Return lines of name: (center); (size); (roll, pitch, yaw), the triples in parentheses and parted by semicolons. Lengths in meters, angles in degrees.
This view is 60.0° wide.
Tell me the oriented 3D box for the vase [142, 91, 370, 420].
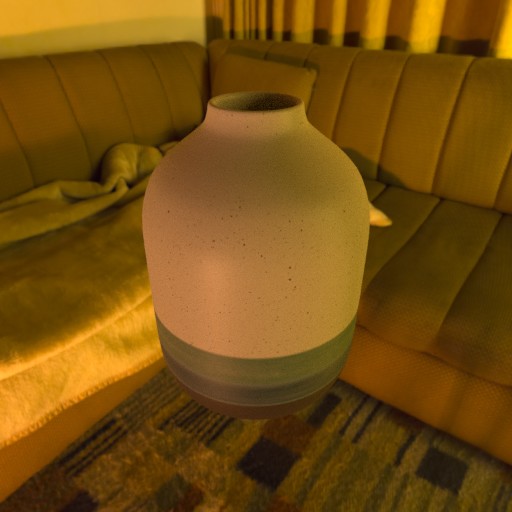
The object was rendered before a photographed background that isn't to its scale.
vase: (0.000, 0.000, 0.355); (0.169, 0.240, 0.169); (0, 31, 0)
